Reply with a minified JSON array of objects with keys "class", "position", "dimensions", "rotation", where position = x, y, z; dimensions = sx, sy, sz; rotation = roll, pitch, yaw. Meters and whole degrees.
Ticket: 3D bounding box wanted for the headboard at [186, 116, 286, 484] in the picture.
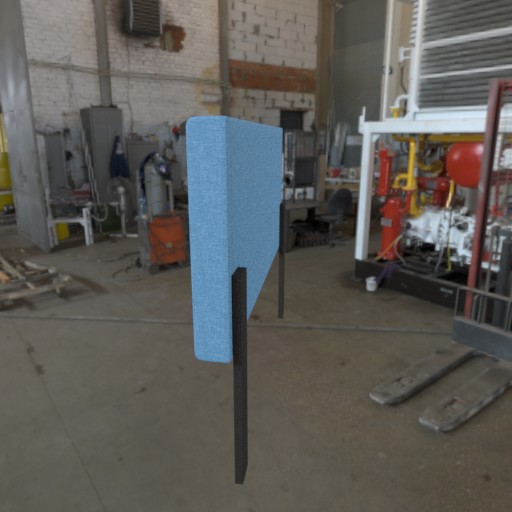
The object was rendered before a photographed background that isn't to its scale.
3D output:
[{"class":"headboard","position":[0.000,0.000,2.672],"dimensions":[0.184,1.524,2.051],"rotation":[2,15,8]}]
